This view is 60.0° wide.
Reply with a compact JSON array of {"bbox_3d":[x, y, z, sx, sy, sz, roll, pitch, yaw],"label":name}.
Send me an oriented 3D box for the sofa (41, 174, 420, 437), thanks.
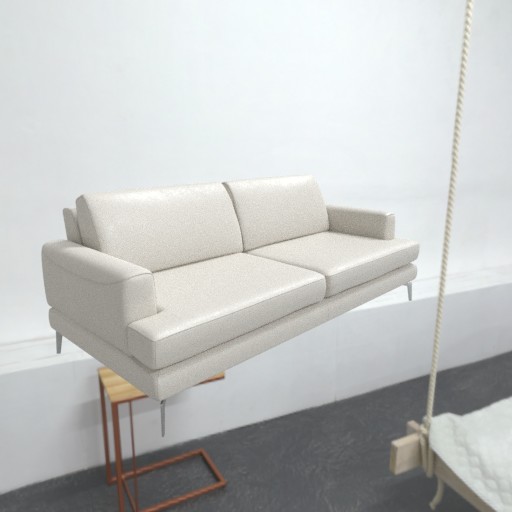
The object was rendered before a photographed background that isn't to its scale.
[{"bbox_3d":[0.000,0.000,2.391,0.974,0.765,1.940,14,20,43],"label":"sofa"}]
